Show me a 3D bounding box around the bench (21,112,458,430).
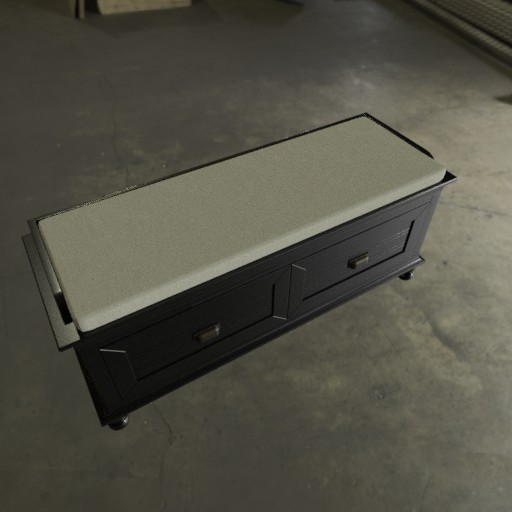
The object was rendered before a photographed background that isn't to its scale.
[{"bbox_3d":[0.000,0.000,1.389,1.185,0.501,0.402,-23,49,-21],"label":"bench"}]
